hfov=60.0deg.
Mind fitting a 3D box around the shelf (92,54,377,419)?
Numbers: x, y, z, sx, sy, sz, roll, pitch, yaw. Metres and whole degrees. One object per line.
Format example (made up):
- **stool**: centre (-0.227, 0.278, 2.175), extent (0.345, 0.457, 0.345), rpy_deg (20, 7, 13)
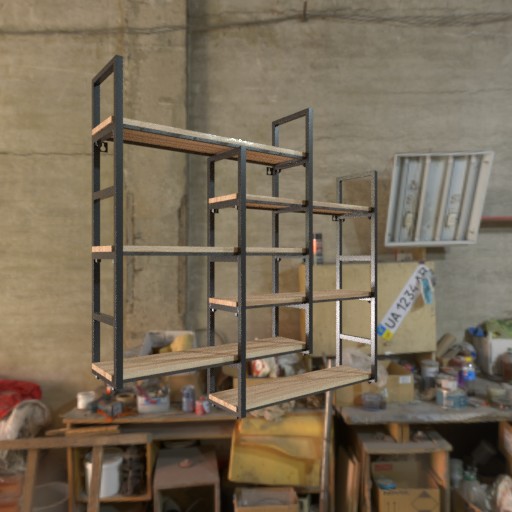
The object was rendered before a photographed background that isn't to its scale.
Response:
- **shelf**: centre (0.000, 0.000, 1.366), extent (0.946, 0.921, 0.183), rpy_deg (0, 0, -37)
